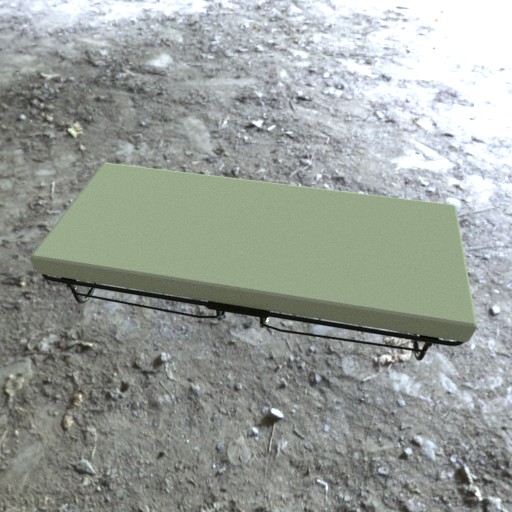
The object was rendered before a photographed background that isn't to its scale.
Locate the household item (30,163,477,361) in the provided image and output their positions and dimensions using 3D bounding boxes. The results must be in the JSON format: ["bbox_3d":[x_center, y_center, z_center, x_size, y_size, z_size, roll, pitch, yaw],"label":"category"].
[{"bbox_3d":[0.000,0.000,2.166,1.905,0.356,0.787,8,46,8],"label":"household item"}]
